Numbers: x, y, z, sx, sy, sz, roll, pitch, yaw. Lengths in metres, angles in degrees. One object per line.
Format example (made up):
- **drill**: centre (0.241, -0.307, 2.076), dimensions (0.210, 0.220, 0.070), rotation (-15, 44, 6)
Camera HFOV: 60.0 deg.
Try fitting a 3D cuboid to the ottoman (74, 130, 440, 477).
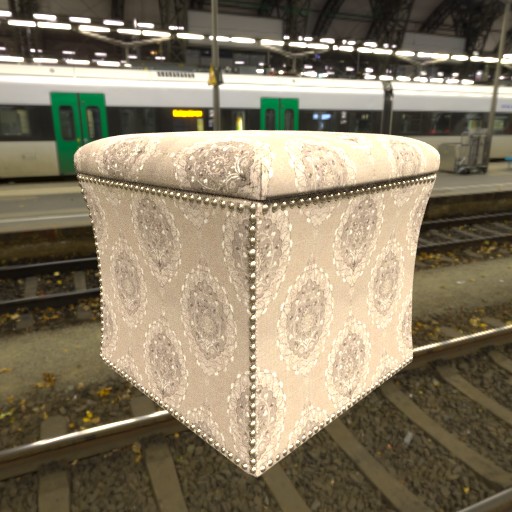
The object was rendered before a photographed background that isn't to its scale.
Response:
- **ottoman**: centre (0.000, 0.000, 0.869), dimensions (0.497, 0.473, 0.507), rotation (-15, 22, -42)
